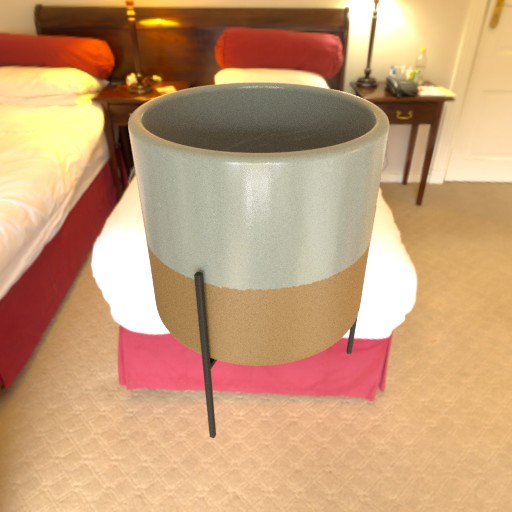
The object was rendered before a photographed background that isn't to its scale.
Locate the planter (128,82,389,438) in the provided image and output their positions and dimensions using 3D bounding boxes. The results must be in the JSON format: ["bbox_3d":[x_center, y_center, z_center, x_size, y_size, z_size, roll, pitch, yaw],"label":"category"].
[{"bbox_3d":[0.000,0.000,0.735,0.348,0.480,0.360,-22,40,-29],"label":"planter"}]
